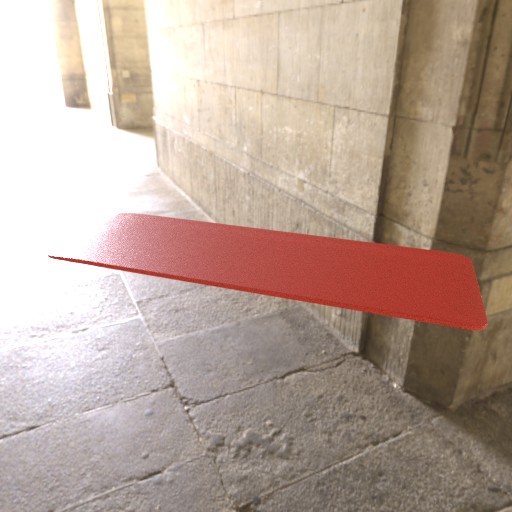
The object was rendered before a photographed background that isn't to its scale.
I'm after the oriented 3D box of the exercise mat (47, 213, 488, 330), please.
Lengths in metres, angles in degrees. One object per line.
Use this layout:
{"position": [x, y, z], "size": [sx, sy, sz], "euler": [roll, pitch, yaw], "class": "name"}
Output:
{"position": [0.000, 0.000, 2.026], "size": [1.869, 0.021, 0.616], "euler": [8, 26, 17], "class": "exercise mat"}
